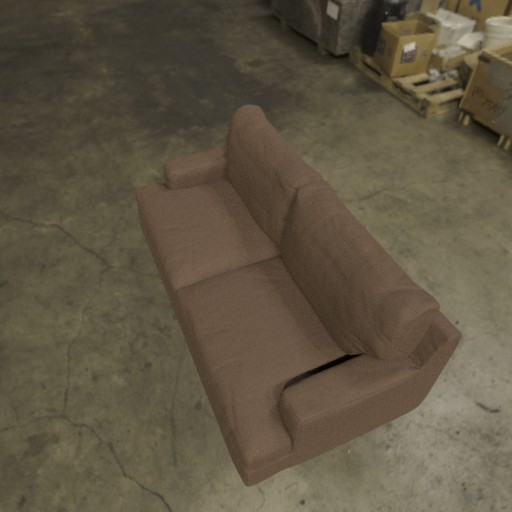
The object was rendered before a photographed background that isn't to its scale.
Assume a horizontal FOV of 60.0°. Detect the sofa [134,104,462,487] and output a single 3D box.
[{"bbox_3d":[0.000,0.000,2.817,1.140,0.950,2.274,-18,49,-16],"label":"sofa"}]
